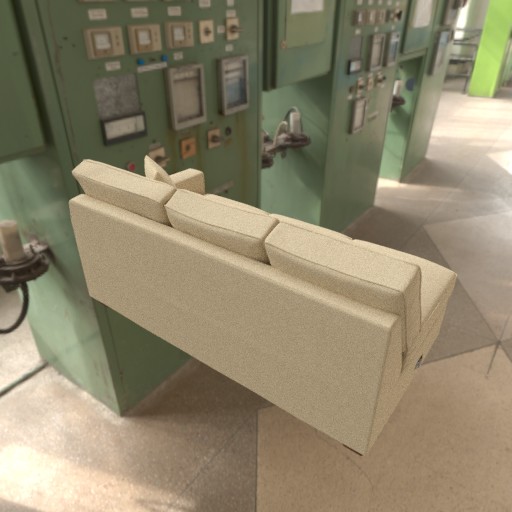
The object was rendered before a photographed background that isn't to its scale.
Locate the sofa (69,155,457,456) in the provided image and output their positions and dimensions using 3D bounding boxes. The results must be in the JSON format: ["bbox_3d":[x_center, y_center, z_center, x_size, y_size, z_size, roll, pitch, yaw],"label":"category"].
[{"bbox_3d":[0.000,0.000,2.505,1.963,0.946,1.034,21,37,31],"label":"sofa"}]
